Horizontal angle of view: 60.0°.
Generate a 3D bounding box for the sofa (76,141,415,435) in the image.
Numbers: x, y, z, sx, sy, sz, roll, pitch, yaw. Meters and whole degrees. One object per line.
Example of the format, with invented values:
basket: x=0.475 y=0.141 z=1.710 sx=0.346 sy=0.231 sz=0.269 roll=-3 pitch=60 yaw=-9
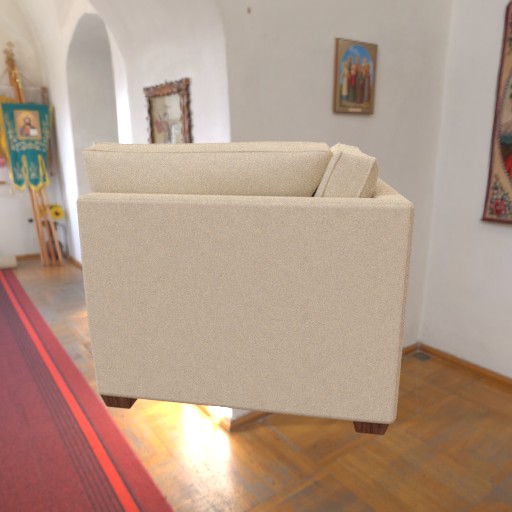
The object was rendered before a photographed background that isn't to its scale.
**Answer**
sofa: x=0.000 y=0.000 z=1.999 sx=1.146 sy=1.002 sz=1.084 roll=2 pitch=15 yaw=9
